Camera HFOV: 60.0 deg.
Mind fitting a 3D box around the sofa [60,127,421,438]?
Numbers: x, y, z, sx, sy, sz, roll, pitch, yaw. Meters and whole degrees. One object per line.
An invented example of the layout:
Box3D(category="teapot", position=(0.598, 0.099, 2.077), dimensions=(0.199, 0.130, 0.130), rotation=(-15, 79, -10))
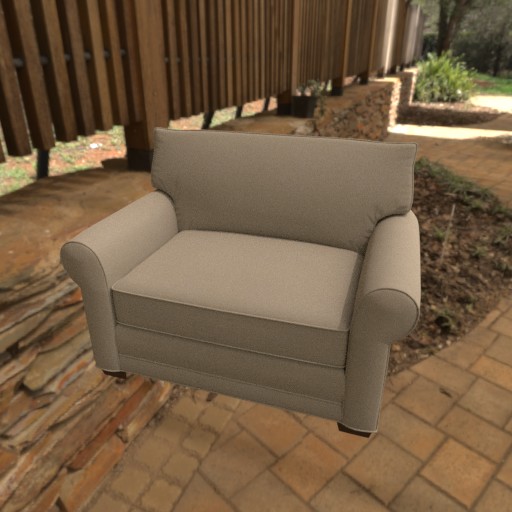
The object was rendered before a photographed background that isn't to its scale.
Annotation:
Box3D(category="sofa", position=(0.000, 0.000, 2.043), dimensions=(1.405, 1.006, 0.937), rotation=(8, 27, 16))
